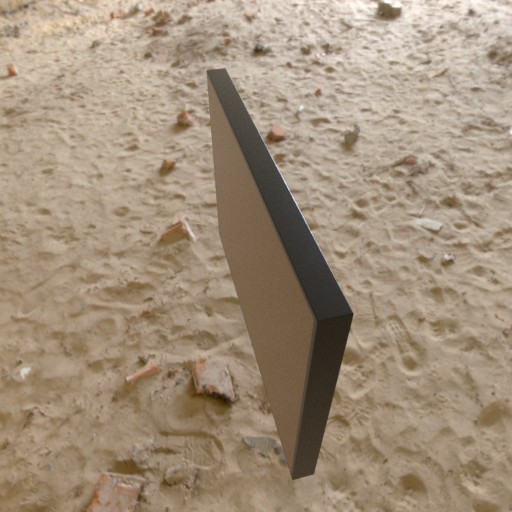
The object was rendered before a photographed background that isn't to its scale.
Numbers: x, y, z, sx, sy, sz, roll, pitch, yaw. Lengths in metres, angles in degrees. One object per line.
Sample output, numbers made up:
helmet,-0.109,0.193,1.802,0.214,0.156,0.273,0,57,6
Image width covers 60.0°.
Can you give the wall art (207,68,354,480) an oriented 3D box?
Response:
wall art,0.000,0.000,1.195,0.058,0.640,0.939,-10,45,-10
